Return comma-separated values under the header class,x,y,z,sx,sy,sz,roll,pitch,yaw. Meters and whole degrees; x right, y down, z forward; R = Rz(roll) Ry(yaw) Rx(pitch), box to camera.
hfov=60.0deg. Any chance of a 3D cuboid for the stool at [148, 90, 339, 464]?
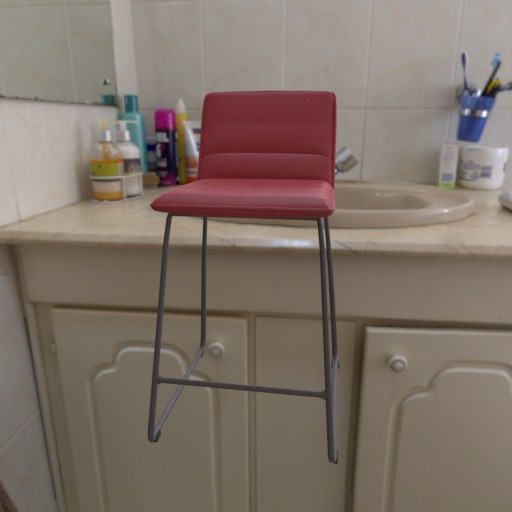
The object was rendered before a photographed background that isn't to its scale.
class,x,y,z,sx,sy,sz,roll,pitch,yaw
stool,0.000,0.000,1.184,0.489,0.866,0.524,3,16,9
